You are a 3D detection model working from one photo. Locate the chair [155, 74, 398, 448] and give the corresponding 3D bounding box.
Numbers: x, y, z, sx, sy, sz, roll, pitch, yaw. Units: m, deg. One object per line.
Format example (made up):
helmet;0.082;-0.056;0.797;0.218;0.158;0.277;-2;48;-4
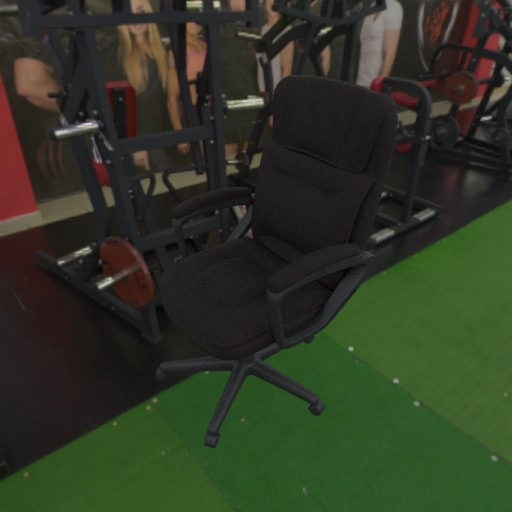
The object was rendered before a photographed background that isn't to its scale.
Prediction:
chair;0.000;0.000;1.548;0.724;1.105;0.667;-21;37;-31
